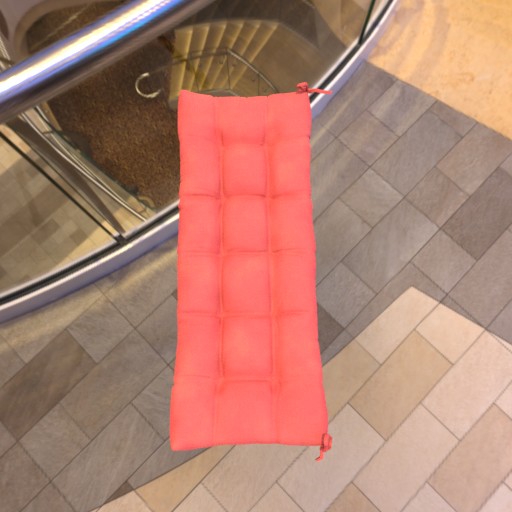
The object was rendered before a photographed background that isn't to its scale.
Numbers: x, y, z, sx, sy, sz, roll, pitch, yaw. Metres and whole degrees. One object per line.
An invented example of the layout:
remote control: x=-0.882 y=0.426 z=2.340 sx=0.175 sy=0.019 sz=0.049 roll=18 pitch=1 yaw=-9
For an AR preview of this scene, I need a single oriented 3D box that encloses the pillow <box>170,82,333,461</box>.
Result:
pillow: x=0.000 y=0.000 z=1.372 sx=0.511 sy=0.174 sz=1.194 roll=-1 pitch=76 yaw=0
